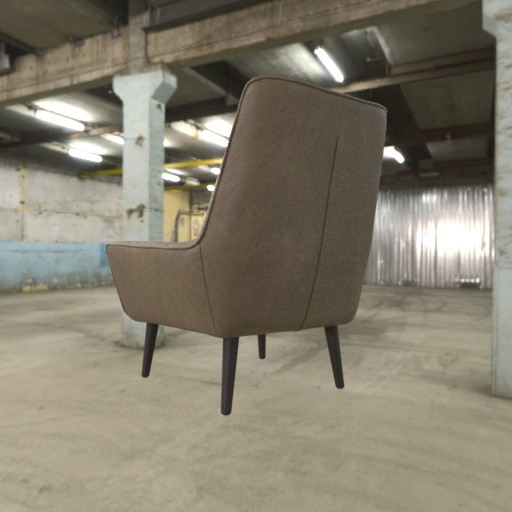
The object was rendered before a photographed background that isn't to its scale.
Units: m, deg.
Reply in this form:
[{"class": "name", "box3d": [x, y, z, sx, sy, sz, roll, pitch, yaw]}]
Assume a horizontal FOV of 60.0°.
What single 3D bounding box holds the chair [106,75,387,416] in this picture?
[{"class": "chair", "box3d": [0.000, 0.000, 1.501, 0.787, 0.888, 0.824, 0, -1, -35]}]
